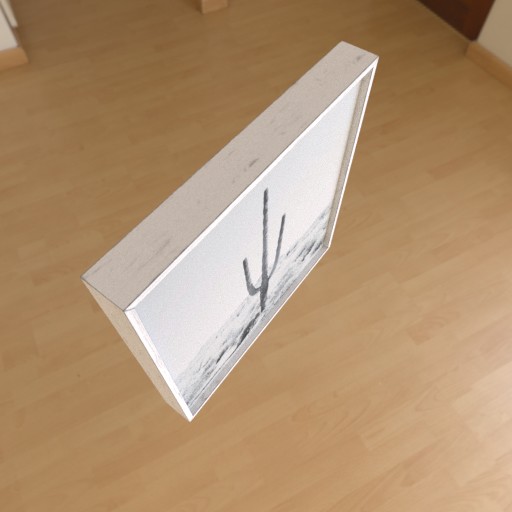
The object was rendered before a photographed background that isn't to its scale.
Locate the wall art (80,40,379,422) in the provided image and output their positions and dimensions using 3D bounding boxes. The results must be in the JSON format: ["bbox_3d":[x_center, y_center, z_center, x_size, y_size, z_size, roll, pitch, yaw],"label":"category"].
[{"bbox_3d":[0.000,0.000,0.457,0.038,0.305,0.305,33,64,19],"label":"wall art"}]
